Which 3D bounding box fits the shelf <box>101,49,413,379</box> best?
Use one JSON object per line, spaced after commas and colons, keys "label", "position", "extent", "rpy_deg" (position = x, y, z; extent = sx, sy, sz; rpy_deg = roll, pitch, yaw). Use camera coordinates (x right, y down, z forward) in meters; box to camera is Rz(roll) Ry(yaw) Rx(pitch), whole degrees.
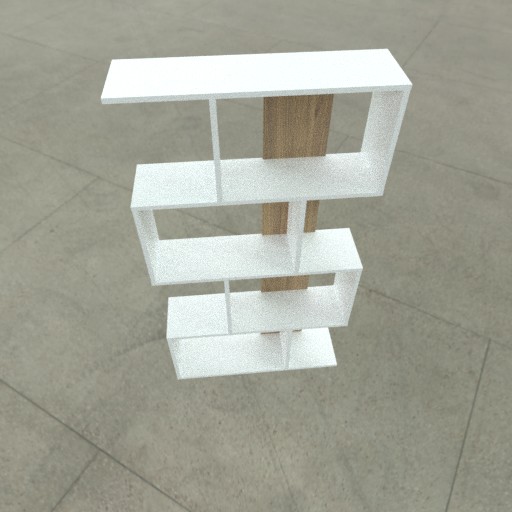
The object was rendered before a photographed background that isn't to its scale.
{"label": "shelf", "position": [0.000, 0.000, 1.949], "extent": [0.890, 1.650, 0.250], "rpy_deg": [-4, 47, -4]}
